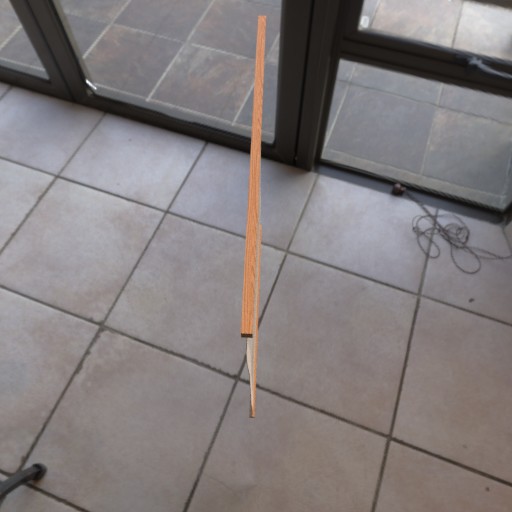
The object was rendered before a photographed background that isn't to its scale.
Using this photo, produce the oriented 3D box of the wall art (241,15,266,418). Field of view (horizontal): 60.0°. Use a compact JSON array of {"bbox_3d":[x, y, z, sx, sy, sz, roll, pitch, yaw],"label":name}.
[{"bbox_3d":[0.000,0.000,0.678,0.010,0.507,0.404,2,63,1],"label":"wall art"}]
